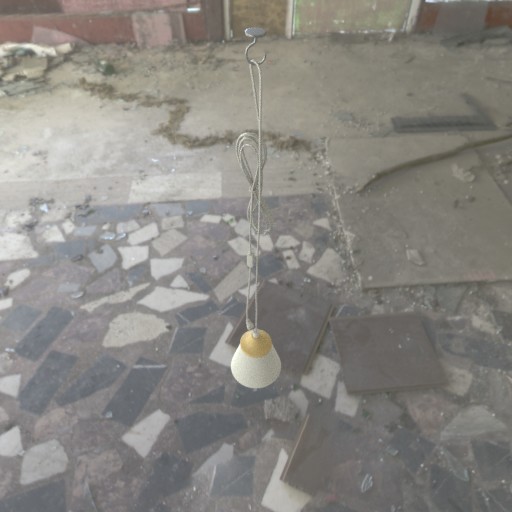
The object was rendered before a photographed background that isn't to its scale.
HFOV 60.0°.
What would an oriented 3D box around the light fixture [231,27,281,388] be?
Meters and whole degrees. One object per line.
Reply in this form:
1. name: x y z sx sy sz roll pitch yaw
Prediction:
1. light fixture: 0.000 0.000 1.008 0.153 0.966 0.153 24 51 21
